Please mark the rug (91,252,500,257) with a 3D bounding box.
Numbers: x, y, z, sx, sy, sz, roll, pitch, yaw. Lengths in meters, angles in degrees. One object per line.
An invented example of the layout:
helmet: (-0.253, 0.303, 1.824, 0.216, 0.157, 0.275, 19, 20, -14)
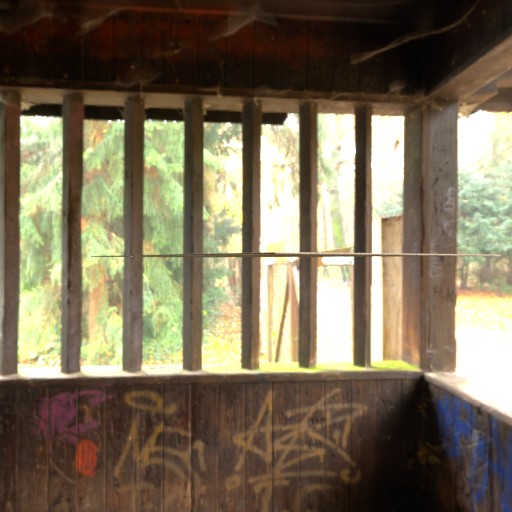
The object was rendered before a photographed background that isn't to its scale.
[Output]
rug: (0.000, 0.000, 2.947, 1.523, 0.008, 2.438, 0, 0, -35)
